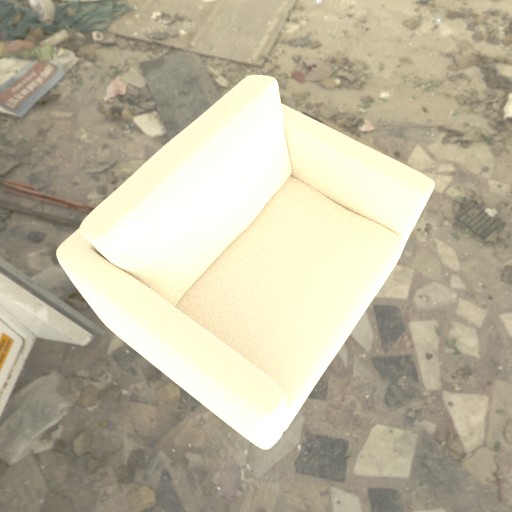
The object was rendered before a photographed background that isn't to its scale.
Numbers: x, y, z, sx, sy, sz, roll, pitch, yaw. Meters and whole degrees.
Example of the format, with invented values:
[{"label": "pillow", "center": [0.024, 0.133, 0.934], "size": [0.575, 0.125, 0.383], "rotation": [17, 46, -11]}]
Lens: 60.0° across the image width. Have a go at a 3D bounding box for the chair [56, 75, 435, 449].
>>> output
[{"label": "chair", "center": [0.000, 0.000, 1.671], "size": [0.878, 0.885, 1.019], "rotation": [33, 64, 18]}]
